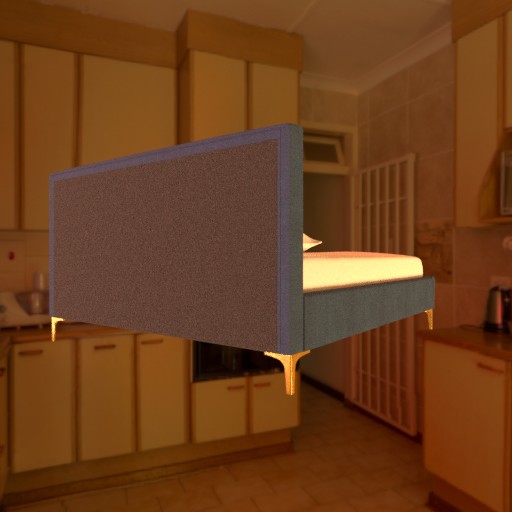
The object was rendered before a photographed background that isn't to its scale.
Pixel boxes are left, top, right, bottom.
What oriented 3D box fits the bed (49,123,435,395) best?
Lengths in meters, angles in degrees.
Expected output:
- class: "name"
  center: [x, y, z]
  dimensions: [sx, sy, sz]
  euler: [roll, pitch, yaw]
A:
- class: "bed"
  center: [0.000, 0.000, 3.466]
  dimensions: [2.096, 1.231, 2.232]
  euler: [0, 0, 37]
